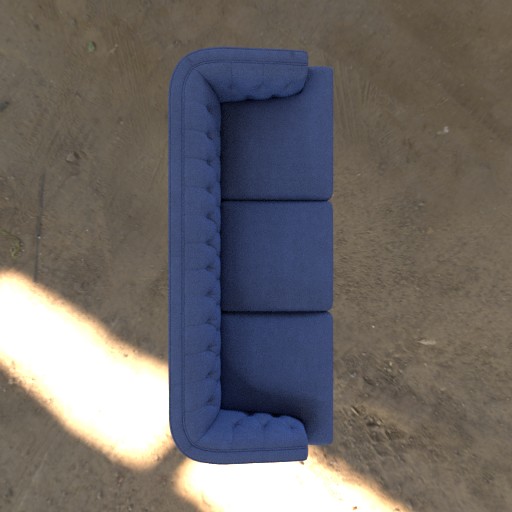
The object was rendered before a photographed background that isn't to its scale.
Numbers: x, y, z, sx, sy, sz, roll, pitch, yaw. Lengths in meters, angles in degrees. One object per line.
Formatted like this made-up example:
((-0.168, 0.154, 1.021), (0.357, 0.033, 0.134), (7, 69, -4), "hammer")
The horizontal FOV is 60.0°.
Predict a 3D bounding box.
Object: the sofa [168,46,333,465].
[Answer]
((0.000, 0.000, 2.647), (0.914, 0.787, 2.235), (0, 90, -1), "sofa")
